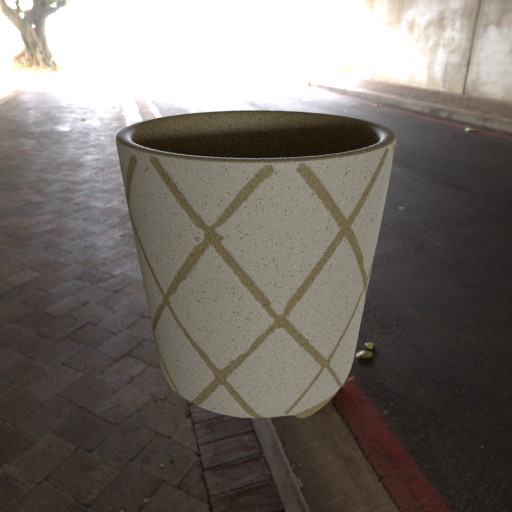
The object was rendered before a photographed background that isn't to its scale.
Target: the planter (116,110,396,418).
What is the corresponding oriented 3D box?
[{"bbox_3d":[0.000,0.000,0.355,0.191,0.199,0.191,0,26,0],"label":"planter"}]
